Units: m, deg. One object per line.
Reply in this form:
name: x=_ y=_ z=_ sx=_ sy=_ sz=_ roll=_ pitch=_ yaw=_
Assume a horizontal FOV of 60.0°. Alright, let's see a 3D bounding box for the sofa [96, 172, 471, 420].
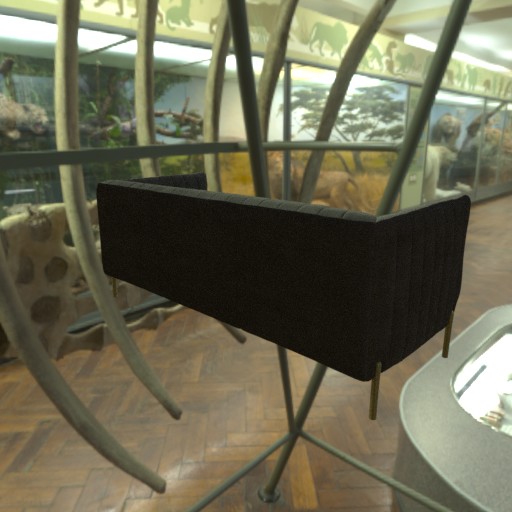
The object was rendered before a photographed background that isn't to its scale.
sofa: x=0.000 y=0.000 z=2.464 sx=1.980 sy=0.780 sz=0.876 roll=14 pitch=21 yaw=42
